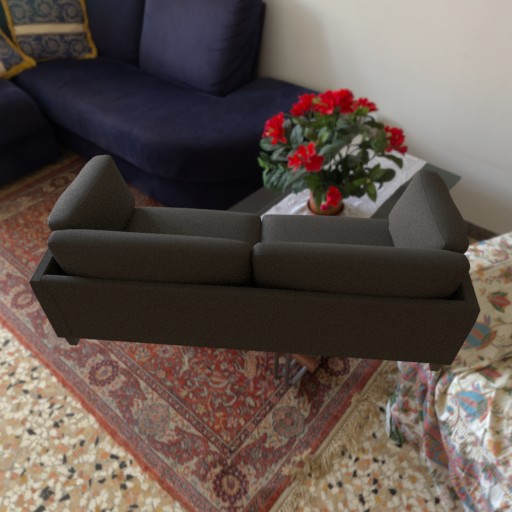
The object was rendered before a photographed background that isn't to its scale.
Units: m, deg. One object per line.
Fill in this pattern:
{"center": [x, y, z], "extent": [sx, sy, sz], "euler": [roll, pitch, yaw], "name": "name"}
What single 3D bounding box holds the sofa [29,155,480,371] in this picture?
{"center": [0.000, 0.000, 2.664], "extent": [2.312, 0.792, 0.969], "euler": [3, 44, 3], "name": "sofa"}
